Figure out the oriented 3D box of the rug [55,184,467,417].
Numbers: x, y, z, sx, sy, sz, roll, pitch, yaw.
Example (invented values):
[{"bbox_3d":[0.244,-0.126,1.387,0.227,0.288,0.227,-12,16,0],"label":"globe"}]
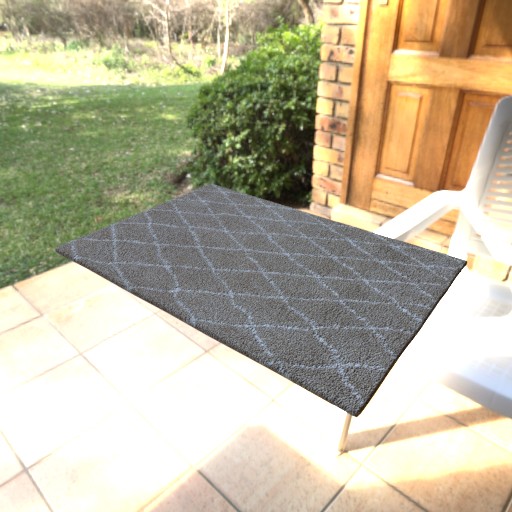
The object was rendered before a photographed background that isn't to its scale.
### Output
[{"bbox_3d":[0.000,0.000,2.303,1.778,0.030,1.219,21,36,32],"label":"rug"}]
